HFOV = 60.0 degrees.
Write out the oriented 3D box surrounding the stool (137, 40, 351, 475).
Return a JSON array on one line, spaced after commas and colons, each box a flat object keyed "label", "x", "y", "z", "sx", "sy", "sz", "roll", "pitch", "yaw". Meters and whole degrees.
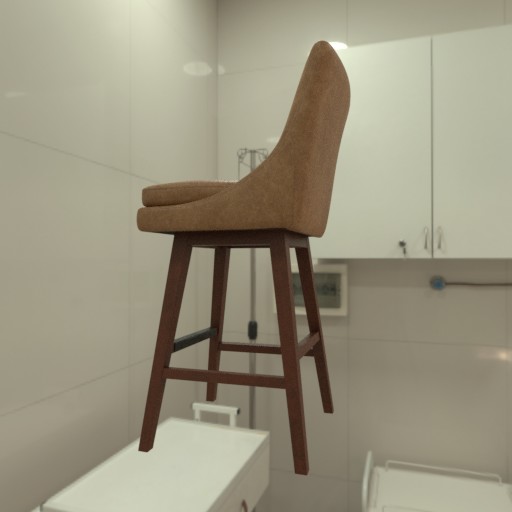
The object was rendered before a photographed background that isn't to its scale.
[{"label": "stool", "x": 0.000, "y": 0.000, "z": 1.379, "sx": 0.572, "sy": 1.079, "sz": 0.487, "roll": 0, "pitch": -1, "yaw": 18}]
